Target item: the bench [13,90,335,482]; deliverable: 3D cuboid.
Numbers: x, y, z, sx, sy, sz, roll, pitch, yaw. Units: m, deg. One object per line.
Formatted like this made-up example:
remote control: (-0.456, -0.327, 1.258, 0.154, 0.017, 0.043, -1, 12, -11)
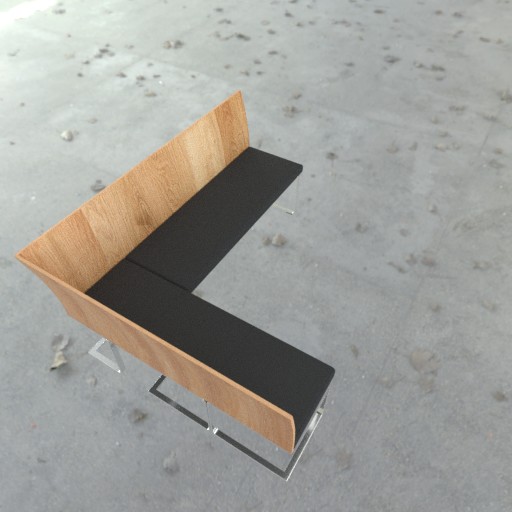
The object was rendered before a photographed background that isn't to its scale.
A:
bench: (0.000, 0.000, 2.730, 1.495, 0.930, 1.945, 24, 52, 21)
